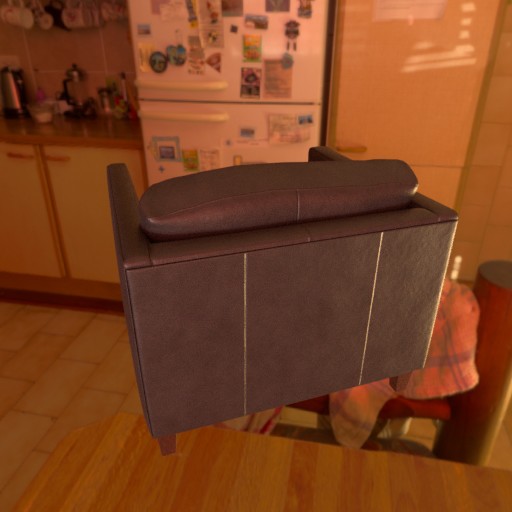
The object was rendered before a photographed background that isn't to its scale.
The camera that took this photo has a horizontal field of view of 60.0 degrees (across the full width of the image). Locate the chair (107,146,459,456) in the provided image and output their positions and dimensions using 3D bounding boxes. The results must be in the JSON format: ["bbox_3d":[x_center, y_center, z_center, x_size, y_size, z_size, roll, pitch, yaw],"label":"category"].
[{"bbox_3d":[0.000,0.000,1.583,0.939,0.811,0.862,-9,28,-17],"label":"chair"}]
